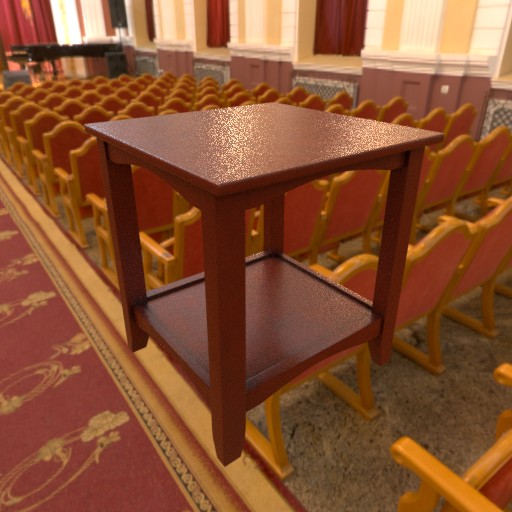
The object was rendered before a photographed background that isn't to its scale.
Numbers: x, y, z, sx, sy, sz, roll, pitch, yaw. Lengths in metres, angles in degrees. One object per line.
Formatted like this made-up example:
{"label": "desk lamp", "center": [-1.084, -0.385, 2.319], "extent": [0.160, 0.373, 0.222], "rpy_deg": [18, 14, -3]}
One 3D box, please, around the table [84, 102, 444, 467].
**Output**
{"label": "table", "center": [0.000, 0.000, 0.991], "extent": [0.523, 0.558, 0.522], "rpy_deg": [-18, 32, -31]}
